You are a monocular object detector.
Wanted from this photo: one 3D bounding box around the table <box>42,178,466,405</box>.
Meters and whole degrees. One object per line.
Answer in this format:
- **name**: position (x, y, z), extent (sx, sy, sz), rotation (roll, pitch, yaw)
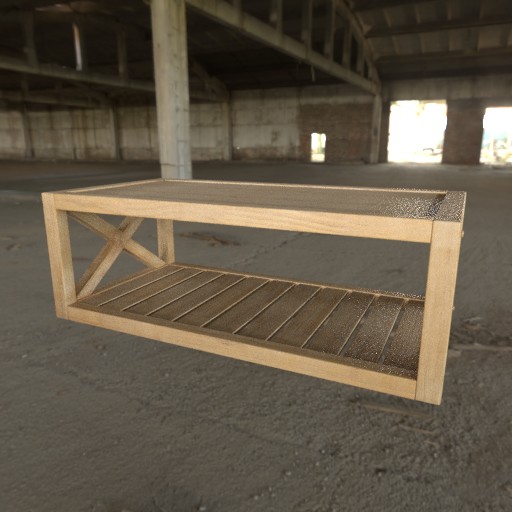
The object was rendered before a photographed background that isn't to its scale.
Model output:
- **table**: position (0.000, 0.000, 1.584), extent (1.321, 0.457, 0.660), rotation (7, 16, 25)
